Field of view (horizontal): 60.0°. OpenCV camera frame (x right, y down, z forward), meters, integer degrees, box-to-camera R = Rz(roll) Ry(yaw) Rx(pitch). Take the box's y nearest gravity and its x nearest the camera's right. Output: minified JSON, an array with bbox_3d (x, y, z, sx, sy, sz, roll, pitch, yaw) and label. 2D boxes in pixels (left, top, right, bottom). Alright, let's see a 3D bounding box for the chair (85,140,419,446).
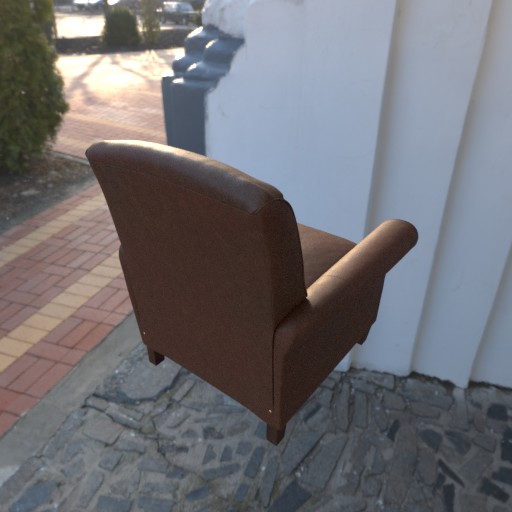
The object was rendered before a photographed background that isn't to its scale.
[{"bbox_3d":[0.000,0.000,1.775,0.978,1.061,0.902,22,37,32],"label":"chair"}]
